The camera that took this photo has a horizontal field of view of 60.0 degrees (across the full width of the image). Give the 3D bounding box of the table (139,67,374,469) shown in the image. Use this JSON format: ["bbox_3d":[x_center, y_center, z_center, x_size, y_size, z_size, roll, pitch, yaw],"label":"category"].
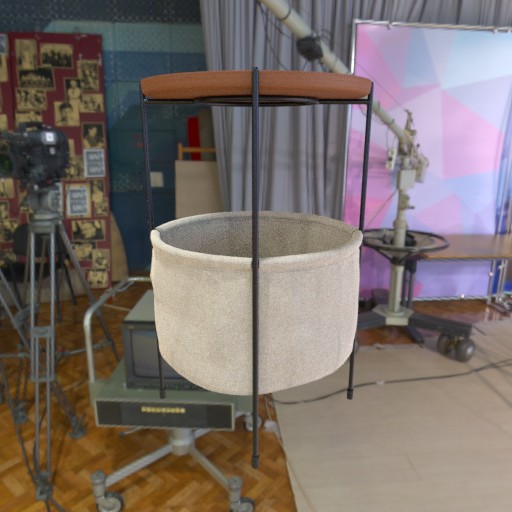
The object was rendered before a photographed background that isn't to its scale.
[{"bbox_3d":[0.000,0.000,0.850,0.393,0.623,0.393,-15,22,-42],"label":"table"}]
